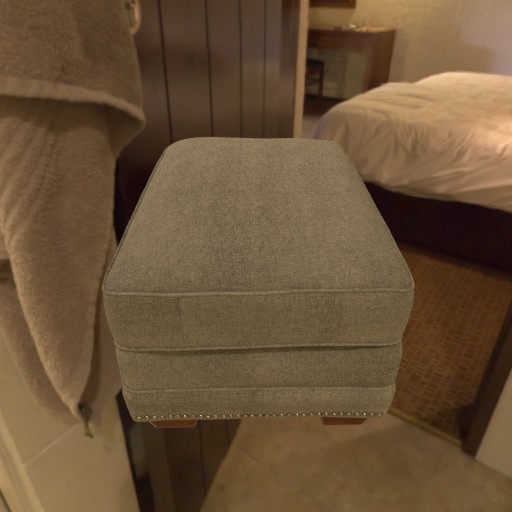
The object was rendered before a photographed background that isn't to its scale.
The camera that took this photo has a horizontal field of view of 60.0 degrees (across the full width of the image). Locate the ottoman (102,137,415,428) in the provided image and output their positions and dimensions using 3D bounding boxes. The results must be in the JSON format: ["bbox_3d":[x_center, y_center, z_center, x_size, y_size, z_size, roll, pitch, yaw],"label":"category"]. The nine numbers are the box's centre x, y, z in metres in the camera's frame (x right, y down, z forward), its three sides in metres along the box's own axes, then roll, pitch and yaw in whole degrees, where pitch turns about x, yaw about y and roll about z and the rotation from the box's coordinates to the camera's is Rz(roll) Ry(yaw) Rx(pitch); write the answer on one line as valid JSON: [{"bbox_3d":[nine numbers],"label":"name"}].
[{"bbox_3d":[0.000,0.000,1.153,0.561,0.457,0.813,0,31,-1],"label":"ottoman"}]
